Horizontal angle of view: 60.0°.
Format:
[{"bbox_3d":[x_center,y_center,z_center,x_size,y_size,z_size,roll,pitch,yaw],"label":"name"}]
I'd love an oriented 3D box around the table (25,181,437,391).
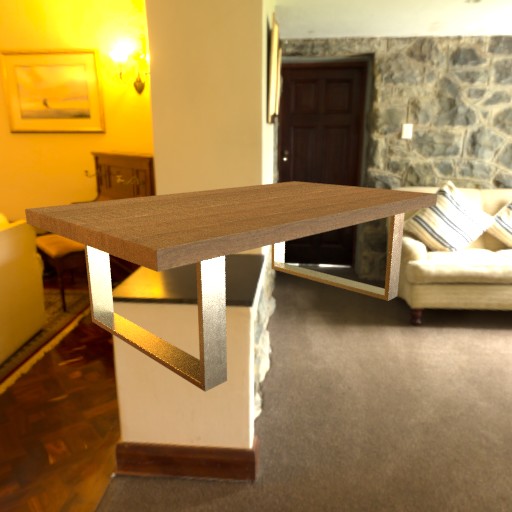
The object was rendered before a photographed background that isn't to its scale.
[{"bbox_3d":[0.000,0.000,1.752,1.400,0.440,0.800,-14,21,-43],"label":"table"}]
